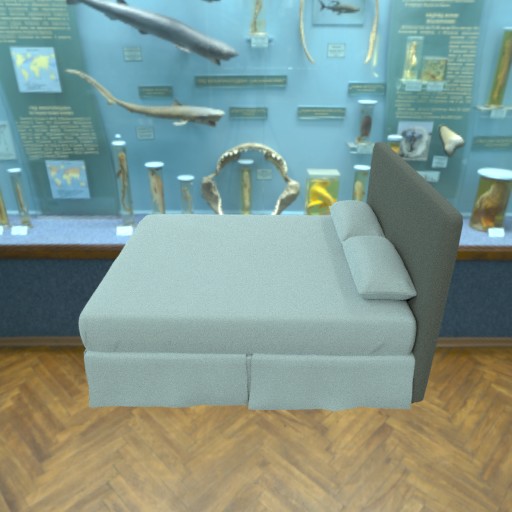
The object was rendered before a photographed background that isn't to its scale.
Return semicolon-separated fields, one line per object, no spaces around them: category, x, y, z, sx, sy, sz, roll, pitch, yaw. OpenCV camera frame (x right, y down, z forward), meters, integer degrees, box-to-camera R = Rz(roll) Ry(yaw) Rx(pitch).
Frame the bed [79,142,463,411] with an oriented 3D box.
bed;0.000;0.000;3.248;2.142;1.330;1.748;1;27;1
